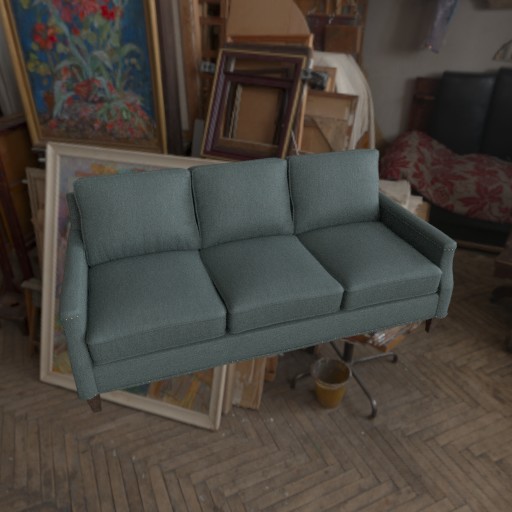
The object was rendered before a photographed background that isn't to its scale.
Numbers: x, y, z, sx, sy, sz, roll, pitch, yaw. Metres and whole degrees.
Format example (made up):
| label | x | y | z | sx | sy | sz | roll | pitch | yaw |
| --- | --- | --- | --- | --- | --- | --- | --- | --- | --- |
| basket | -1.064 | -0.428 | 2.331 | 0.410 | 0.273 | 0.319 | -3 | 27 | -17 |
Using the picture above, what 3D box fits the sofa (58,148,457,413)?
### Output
| label | x | y | z | sx | sy | sz | roll | pitch | yaw |
| --- | --- | --- | --- | --- | --- | --- | --- | --- | --- |
| sofa | 0.000 | 0.000 | 2.793 | 2.246 | 1.003 | 1.084 | -9 | 32 | -15 |
